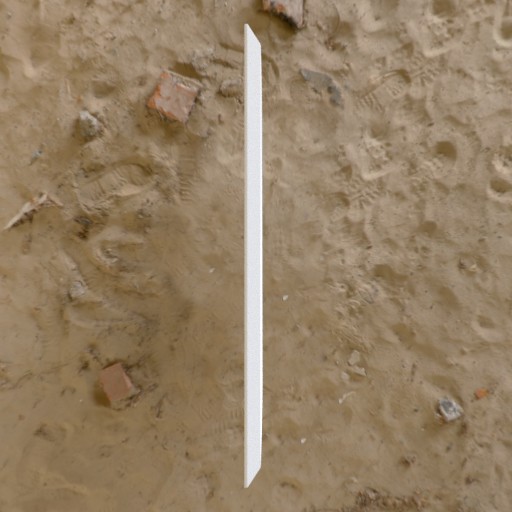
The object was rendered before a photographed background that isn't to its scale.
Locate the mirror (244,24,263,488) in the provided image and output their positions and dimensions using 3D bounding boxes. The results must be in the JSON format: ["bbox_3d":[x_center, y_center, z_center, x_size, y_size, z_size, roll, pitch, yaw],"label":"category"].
[{"bbox_3d":[0.000,0.000,1.145,0.030,0.630,0.870,0,90,1],"label":"mirror"}]
